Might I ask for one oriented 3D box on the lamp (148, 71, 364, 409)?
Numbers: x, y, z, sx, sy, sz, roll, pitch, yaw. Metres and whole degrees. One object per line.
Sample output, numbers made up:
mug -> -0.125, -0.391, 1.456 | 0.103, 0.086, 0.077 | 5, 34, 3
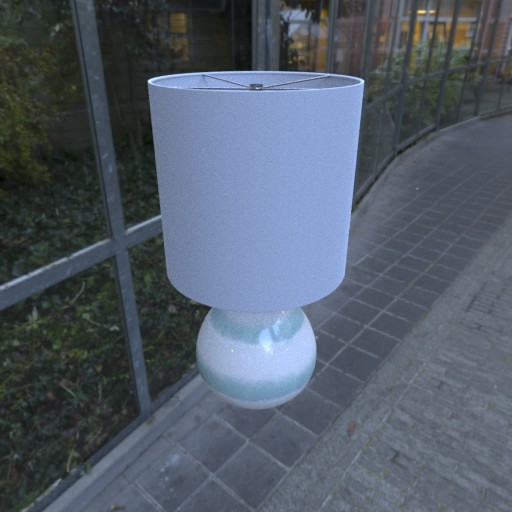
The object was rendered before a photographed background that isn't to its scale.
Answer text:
lamp -> 0.000, 0.000, 0.543 | 0.217, 0.404, 0.217 | -19, 32, -32
